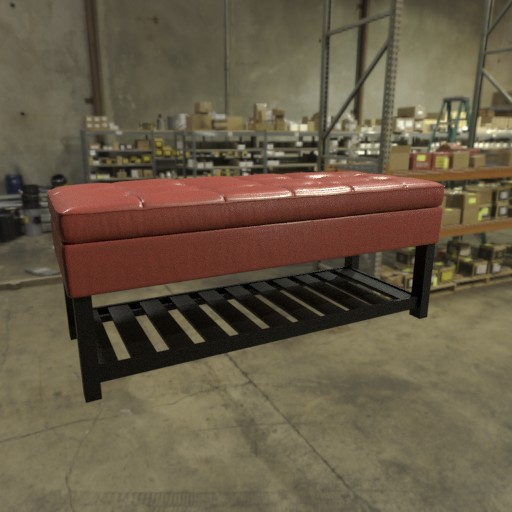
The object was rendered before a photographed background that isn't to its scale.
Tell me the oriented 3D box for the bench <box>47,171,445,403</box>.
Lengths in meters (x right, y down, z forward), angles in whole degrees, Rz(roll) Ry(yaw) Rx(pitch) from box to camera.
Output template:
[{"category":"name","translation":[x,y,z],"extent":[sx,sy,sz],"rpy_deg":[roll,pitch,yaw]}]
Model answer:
[{"category":"bench","translation":[0.000,0.000,1.353],"extent":[1.105,0.460,0.432],"rpy_deg":[-8,17,-26]}]
